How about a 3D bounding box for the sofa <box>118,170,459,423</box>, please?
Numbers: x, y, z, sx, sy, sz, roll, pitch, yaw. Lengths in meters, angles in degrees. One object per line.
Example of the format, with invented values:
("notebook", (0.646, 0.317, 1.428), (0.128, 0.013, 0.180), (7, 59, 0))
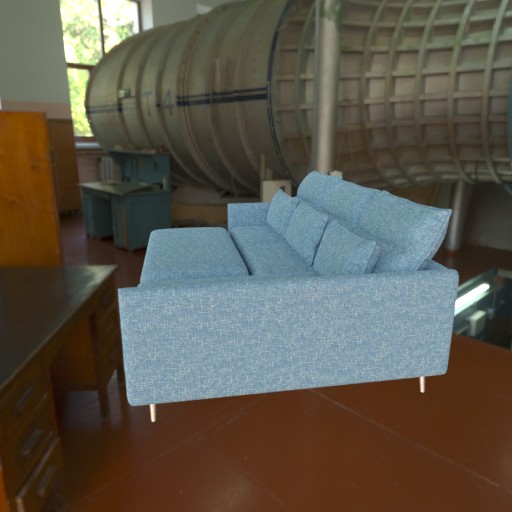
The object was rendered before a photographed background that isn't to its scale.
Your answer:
("sofa", (0.000, 0.000, 2.779), (1.420, 0.899, 2.034), (-3, 16, -10))
